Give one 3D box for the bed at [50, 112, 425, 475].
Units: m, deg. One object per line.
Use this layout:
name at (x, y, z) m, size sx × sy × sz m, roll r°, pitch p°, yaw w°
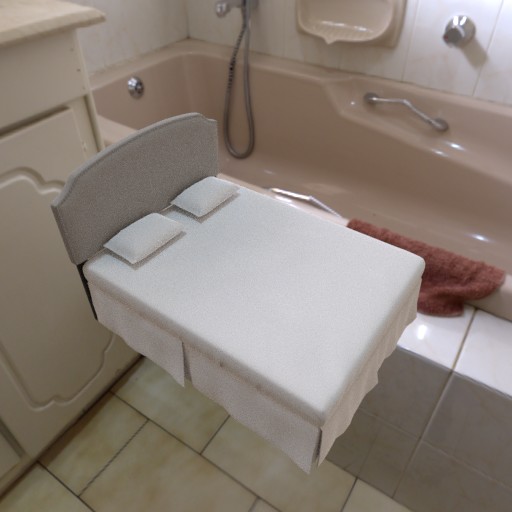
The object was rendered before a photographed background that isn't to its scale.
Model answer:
bed at (0.000, 0.000, 2.998) m, size 1.999 × 1.270 × 1.558 m, roll 25°, pitch 47°, yaw 26°
